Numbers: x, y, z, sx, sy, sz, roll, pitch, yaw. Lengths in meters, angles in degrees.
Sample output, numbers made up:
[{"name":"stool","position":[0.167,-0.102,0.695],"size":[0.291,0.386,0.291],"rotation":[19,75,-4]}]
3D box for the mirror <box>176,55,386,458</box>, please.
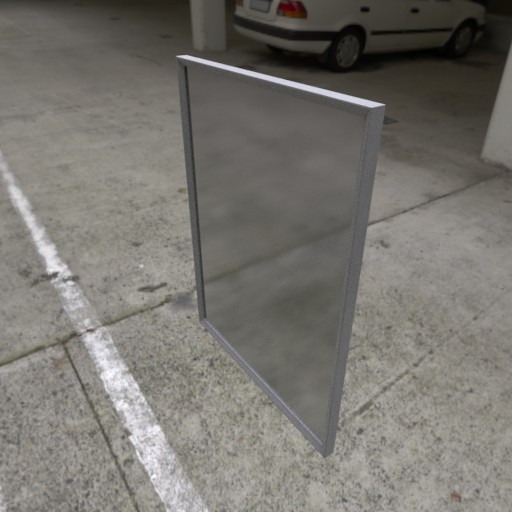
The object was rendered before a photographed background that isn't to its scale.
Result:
[{"name":"mirror","position":[0.000,0.000,1.321],"size":[0.041,1.016,0.762],"rotation":[-21,37,-29]}]
